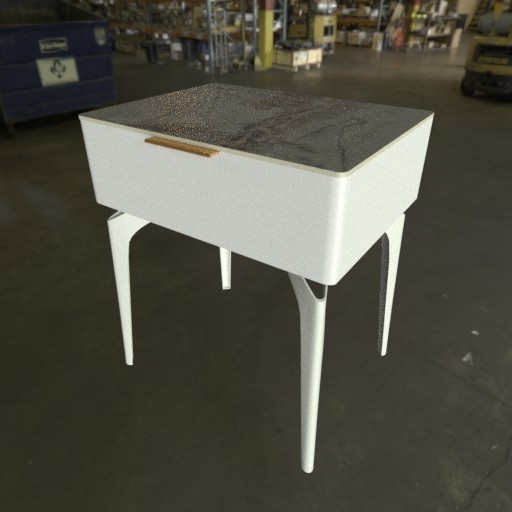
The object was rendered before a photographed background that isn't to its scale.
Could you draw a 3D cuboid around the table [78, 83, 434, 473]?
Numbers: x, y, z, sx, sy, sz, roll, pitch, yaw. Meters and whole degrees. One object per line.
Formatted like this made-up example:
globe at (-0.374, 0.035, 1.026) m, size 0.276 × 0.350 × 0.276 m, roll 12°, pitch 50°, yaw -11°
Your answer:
table at (0.000, 0.000, 0.909) m, size 0.500 × 0.570 × 0.400 m, roll 20°, pitch 36°, yaw 29°
